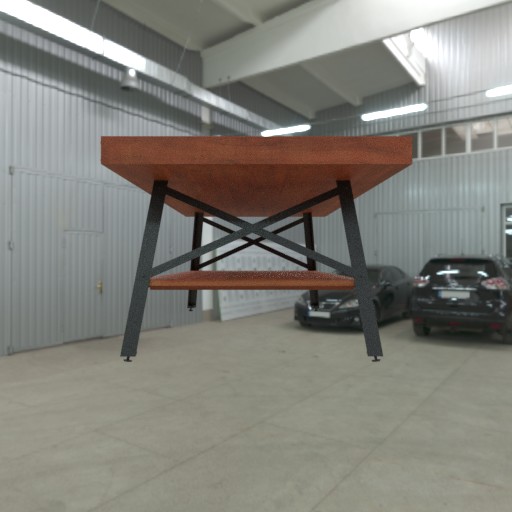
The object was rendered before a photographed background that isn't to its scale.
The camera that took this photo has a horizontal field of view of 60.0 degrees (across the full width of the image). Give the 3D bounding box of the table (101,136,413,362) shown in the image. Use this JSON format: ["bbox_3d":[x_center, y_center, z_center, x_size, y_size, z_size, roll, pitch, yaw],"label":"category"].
[{"bbox_3d":[0.000,0.000,1.393,0.610,0.457,1.067,0,0,0],"label":"table"}]
